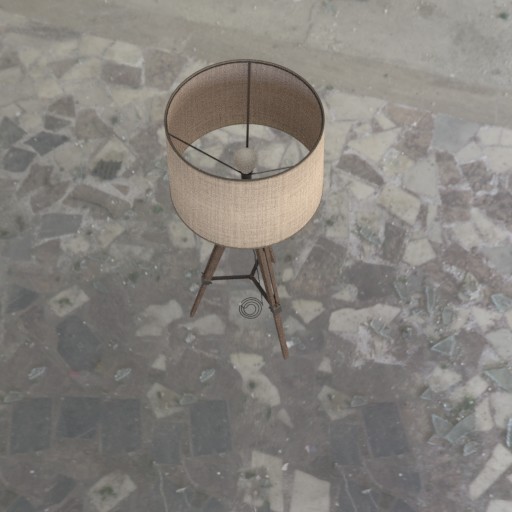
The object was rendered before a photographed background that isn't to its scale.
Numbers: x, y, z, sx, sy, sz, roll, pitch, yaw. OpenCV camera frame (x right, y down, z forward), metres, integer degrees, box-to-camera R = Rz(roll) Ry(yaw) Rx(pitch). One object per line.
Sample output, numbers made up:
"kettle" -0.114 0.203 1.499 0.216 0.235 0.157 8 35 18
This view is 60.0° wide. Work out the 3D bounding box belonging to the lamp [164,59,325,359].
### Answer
"lamp" 0.000 0.000 1.822 0.604 1.510 0.587 -34 68 -15
